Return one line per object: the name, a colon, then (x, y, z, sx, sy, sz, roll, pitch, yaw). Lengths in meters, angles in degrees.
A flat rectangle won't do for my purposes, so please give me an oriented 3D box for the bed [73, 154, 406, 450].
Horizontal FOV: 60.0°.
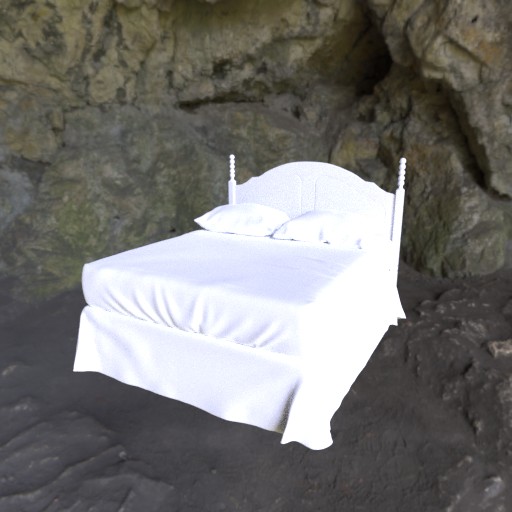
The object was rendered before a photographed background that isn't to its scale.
bed: (0.000, 0.000, 3.229, 1.873, 1.356, 2.040, 8, 17, 28)
